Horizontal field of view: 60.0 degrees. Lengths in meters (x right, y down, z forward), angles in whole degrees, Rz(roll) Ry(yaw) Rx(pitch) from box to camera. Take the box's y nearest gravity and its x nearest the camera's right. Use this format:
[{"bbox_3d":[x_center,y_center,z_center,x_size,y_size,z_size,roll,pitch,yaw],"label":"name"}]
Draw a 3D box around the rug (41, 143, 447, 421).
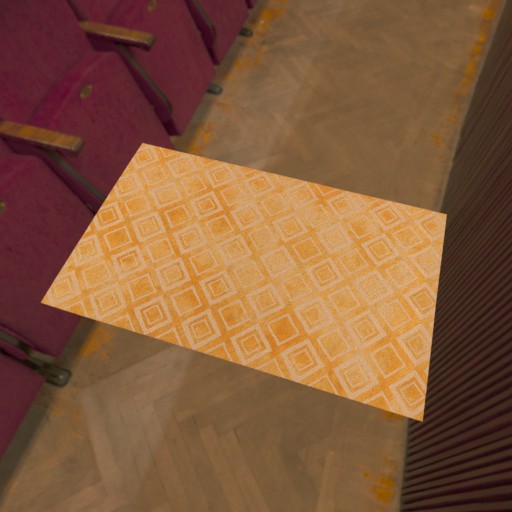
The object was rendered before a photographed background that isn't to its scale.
[{"bbox_3d":[0.000,0.000,3.031,2.424,0.010,1.511,15,59,9],"label":"rug"}]
